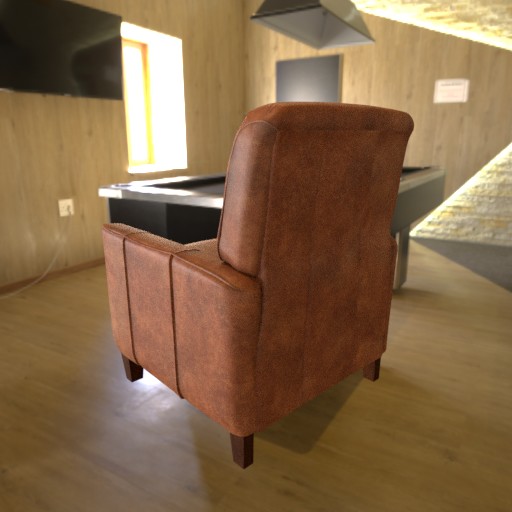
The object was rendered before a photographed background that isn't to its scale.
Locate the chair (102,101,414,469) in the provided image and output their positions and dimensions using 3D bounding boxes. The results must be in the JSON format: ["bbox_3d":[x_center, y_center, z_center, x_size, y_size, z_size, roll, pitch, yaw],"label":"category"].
[{"bbox_3d":[0.000,0.000,1.648,0.843,1.043,0.836,-14,21,-41],"label":"chair"}]
